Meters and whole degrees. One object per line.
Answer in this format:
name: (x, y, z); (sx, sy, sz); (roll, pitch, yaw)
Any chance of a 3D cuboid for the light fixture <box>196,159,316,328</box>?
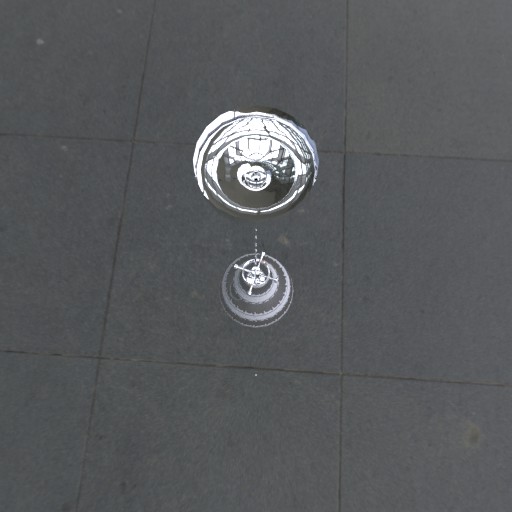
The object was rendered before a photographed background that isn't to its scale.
light fixture: (0.000, 0.000, 1.582); (0.374, 1.457, 0.374); (18, 76, 5)
